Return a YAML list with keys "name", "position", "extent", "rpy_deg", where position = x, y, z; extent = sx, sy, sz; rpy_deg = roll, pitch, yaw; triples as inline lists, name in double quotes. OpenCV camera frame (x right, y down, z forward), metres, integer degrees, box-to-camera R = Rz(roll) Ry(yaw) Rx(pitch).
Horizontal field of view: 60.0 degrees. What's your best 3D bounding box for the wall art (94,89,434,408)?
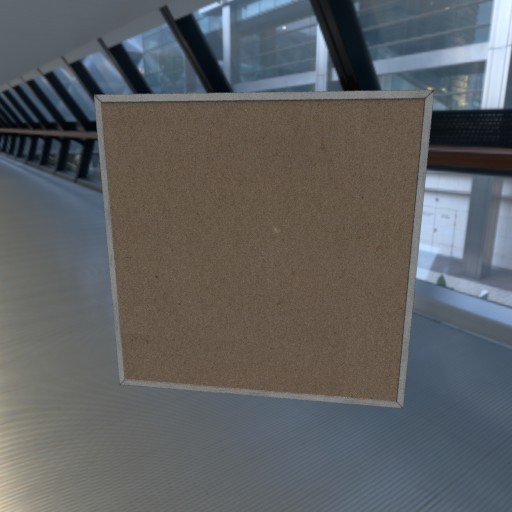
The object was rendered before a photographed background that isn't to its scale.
- name: "wall art"
  position: [0.000, 0.000, 1.100]
  extent: [0.762, 0.762, 0.038]
  rpy_deg: [2, 15, 8]
